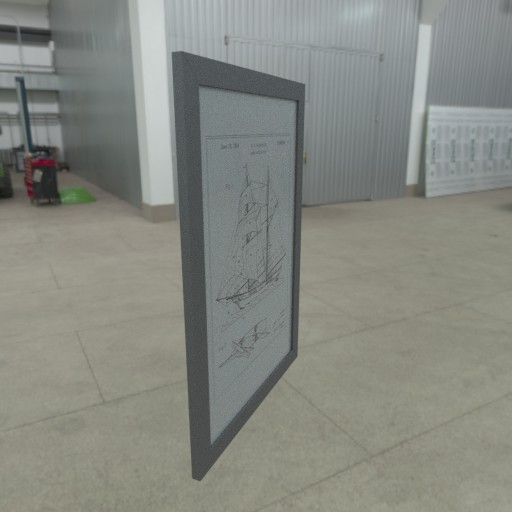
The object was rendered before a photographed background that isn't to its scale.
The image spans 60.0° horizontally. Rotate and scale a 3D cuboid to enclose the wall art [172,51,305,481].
[{"bbox_3d":[0.000,0.000,0.692,0.013,0.534,0.380,7,18,24],"label":"wall art"}]
